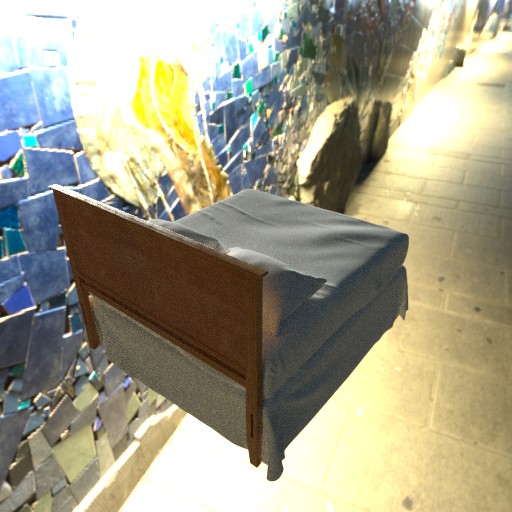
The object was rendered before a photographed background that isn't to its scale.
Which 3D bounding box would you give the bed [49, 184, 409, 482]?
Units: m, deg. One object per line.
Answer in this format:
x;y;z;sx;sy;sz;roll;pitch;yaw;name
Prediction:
0.000;0.000;3.248;1.870;1.273;2.035;22;36;33;bed
